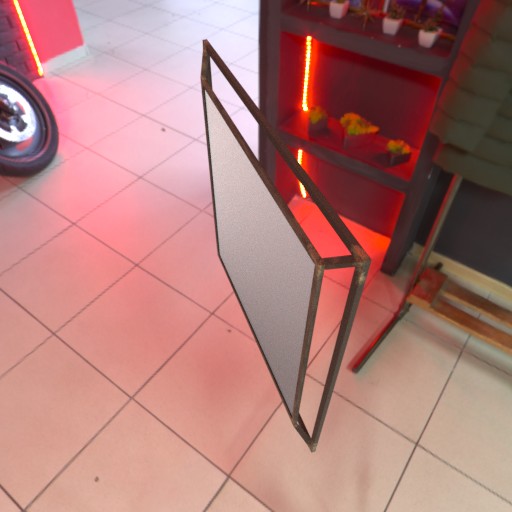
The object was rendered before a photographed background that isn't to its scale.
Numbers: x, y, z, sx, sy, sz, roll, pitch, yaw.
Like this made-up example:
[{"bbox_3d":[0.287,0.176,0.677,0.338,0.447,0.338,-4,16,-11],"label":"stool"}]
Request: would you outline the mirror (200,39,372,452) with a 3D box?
[{"bbox_3d":[0.000,0.000,0.892,0.032,0.610,0.610,-16,50,-14],"label":"mirror"}]
